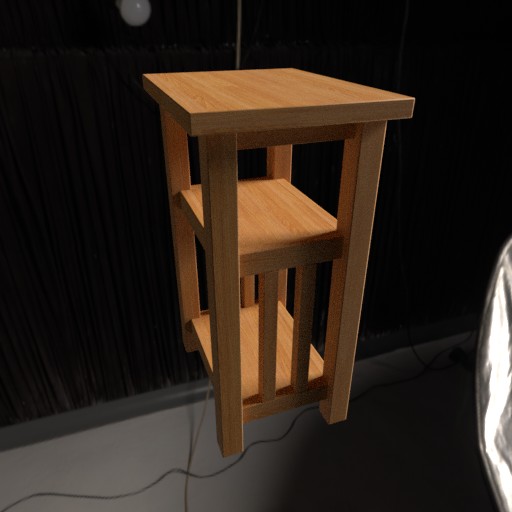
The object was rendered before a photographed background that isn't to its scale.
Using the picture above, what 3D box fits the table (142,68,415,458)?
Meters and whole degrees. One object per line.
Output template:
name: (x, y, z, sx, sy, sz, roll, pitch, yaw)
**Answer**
table: (0.000, 0.000, 0.754, 0.270, 0.550, 0.350, -10, 30, -18)
